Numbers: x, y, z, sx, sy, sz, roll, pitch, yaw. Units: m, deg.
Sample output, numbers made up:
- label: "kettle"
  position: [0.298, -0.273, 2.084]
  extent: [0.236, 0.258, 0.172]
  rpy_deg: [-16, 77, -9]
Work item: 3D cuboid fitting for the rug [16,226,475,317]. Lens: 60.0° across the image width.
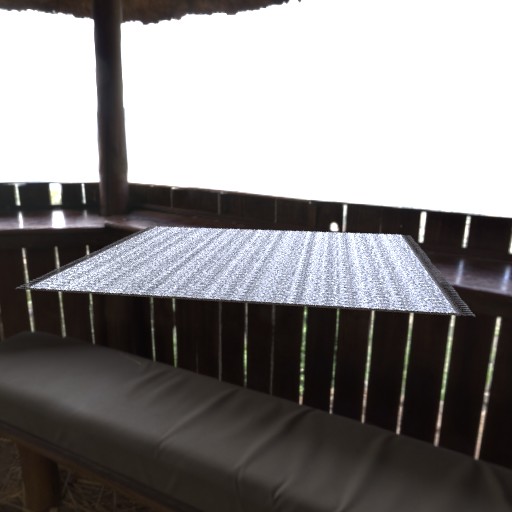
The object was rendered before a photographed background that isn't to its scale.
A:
- label: "rug"
  position: [0.000, 0.000, 3.817]
  extent: [2.910, 0.013, 2.256]
  rpy_deg: [2, 15, 9]
